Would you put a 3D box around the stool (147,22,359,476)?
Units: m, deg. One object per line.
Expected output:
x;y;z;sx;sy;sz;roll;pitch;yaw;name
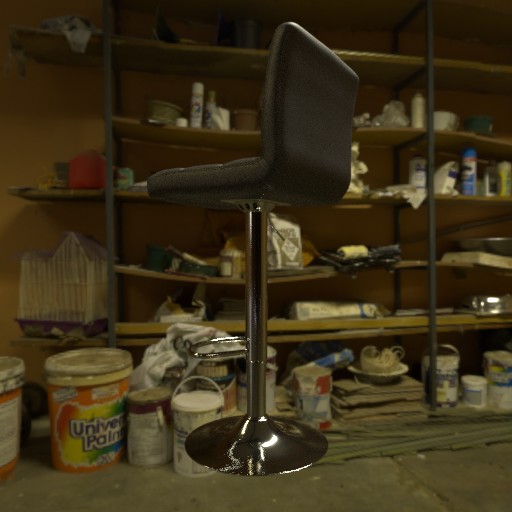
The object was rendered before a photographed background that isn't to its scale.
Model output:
0.000;0.000;1.325;0.505;1.115;0.430;0;0;36;stool
